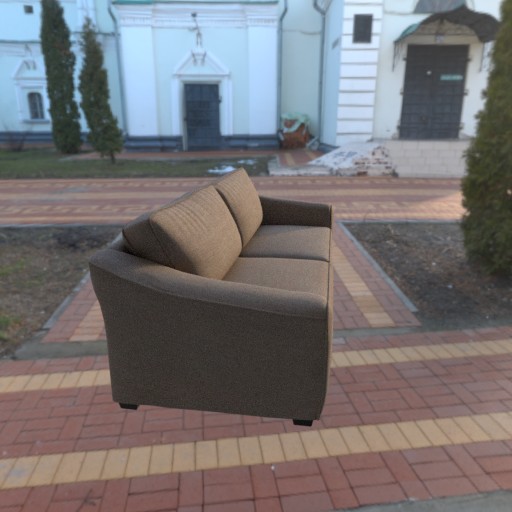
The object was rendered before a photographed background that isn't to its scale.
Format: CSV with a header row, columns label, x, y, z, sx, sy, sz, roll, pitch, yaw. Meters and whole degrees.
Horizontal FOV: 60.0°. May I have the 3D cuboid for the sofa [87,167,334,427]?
label,x,y,z,sx,sy,sz,roll,pitch,yaw
sofa,0.000,0.000,2.785,0.986,0.906,2.270,3,17,9
